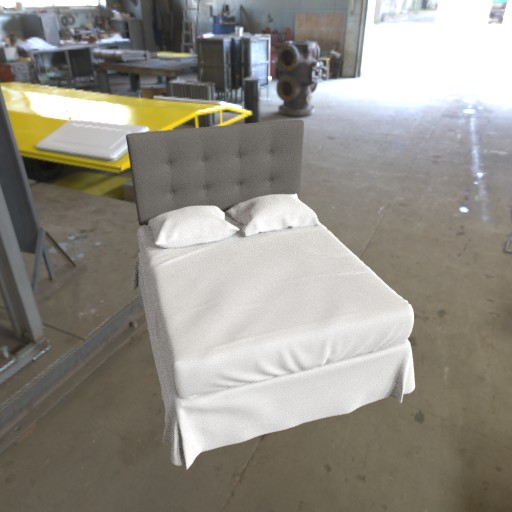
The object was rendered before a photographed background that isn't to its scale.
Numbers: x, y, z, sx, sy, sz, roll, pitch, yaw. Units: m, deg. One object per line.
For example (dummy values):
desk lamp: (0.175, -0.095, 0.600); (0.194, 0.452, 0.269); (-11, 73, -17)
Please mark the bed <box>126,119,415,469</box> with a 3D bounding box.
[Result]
bed: (0.000, 0.000, 3.520); (1.936, 1.577, 2.222); (-10, 32, -16)
